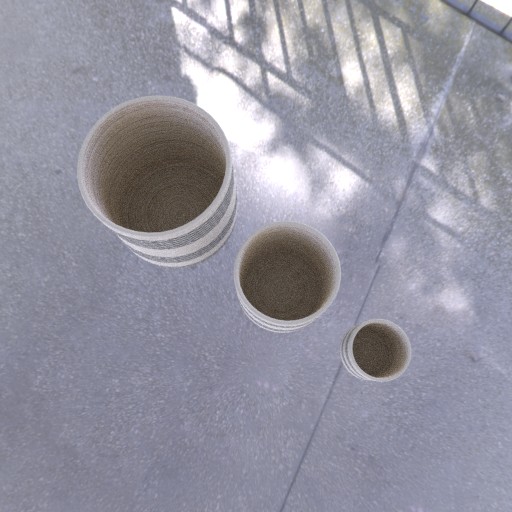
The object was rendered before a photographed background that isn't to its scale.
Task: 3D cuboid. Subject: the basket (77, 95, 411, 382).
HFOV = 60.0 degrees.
[{"bbox_3d":[0.000,0.000,1.116,0.917,0.356,0.351,36,79,8],"label":"basket"}]
